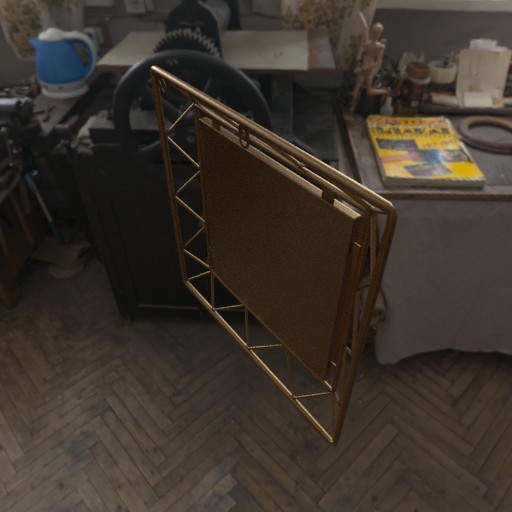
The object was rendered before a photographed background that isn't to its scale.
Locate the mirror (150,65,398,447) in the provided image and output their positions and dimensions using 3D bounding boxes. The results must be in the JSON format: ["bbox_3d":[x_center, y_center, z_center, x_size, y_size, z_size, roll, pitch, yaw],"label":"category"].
[{"bbox_3d":[0.000,0.000,0.616,0.046,0.414,0.416,-27,48,-27],"label":"mirror"}]
